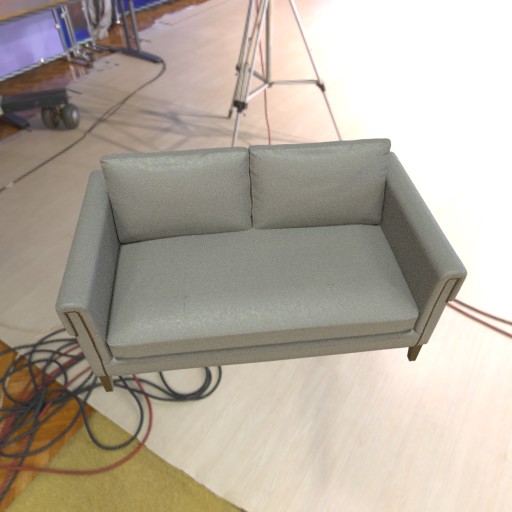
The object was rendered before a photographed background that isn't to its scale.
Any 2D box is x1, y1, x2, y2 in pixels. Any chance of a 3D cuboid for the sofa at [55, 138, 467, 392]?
[{"bbox_3d":[0.000,0.000,2.143,1.598,0.873,0.899,-5,45,-5],"label":"sofa"}]
